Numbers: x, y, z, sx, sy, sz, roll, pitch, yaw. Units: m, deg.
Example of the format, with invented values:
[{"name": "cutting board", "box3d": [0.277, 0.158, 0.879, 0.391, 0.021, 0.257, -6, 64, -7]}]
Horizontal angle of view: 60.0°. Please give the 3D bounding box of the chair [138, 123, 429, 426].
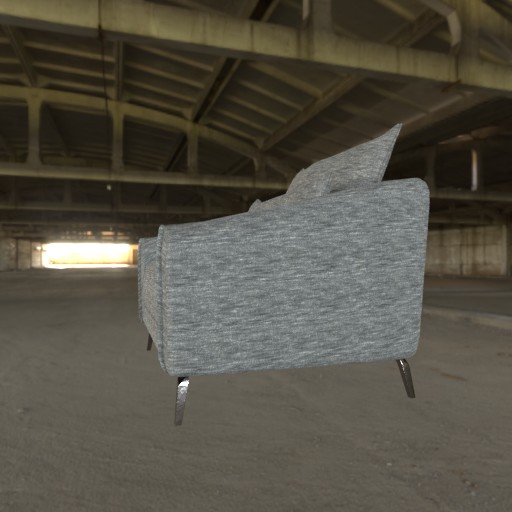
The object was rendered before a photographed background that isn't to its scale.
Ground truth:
[{"name": "chair", "box3d": [0.000, 0.000, 1.646, 0.805, 0.842, 1.004, 0, 0, -18]}]
